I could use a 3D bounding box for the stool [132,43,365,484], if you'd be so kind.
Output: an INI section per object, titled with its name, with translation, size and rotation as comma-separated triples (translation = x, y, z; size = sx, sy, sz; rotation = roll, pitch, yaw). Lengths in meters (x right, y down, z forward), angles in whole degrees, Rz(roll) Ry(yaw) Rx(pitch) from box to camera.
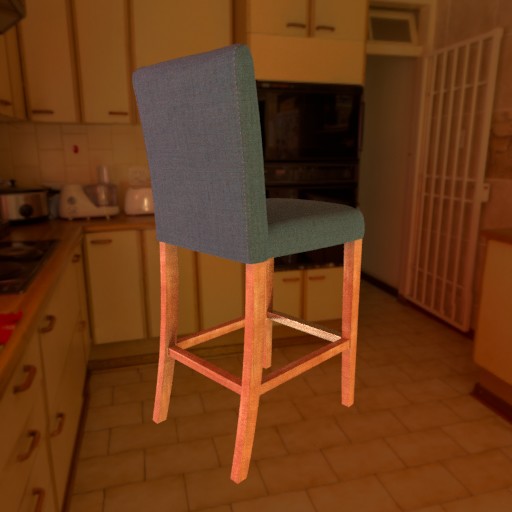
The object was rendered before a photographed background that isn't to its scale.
[stool]
translation = 0.000, 0.000, 1.384
size = 0.454, 1.088, 0.574
rotation = 13, 19, 43
